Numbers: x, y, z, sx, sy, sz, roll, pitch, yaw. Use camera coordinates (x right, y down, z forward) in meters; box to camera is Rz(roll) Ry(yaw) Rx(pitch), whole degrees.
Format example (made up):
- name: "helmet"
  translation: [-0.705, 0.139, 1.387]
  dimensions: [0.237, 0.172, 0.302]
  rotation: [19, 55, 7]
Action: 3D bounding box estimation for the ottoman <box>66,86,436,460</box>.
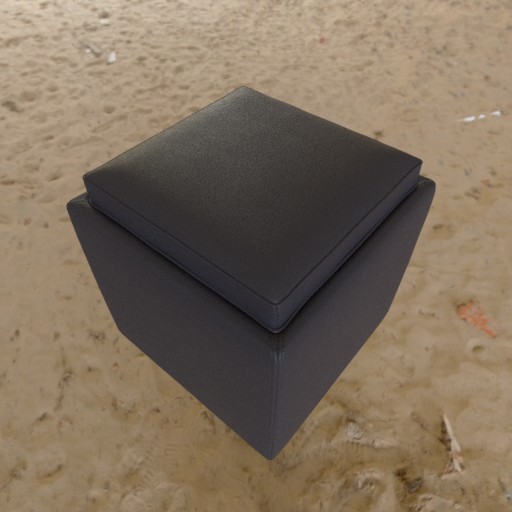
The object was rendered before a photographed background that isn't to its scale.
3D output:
- name: "ottoman"
  translation: [0.000, 0.000, 0.838]
  dimensions: [0.451, 0.460, 0.450]
  rotation: [32, 55, 26]
